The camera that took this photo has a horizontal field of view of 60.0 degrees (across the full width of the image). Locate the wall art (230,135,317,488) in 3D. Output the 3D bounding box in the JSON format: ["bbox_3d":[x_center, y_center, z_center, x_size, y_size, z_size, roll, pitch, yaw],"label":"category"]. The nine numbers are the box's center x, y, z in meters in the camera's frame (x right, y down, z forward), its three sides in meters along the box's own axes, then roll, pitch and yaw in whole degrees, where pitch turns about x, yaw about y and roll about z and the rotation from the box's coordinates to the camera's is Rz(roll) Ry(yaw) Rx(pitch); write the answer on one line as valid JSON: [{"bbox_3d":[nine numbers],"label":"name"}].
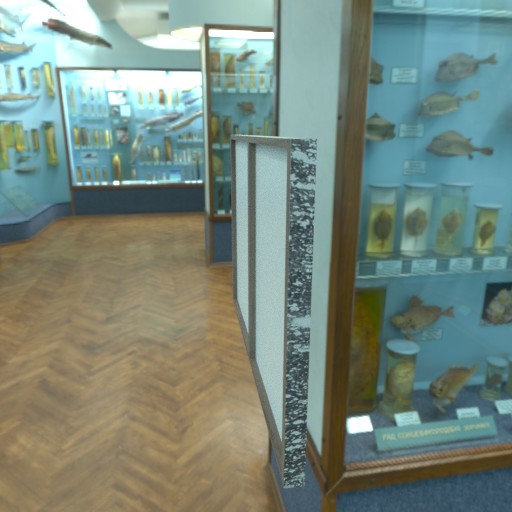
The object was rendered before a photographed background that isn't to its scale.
[{"bbox_3d":[0.000,0.000,1.144,0.038,0.598,0.919,-2,16,-8],"label":"wall art"}]
